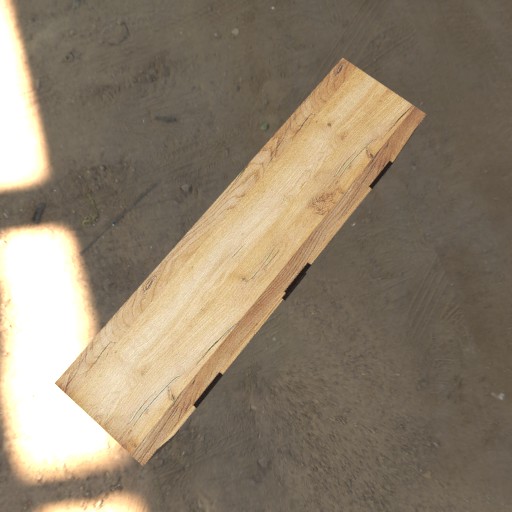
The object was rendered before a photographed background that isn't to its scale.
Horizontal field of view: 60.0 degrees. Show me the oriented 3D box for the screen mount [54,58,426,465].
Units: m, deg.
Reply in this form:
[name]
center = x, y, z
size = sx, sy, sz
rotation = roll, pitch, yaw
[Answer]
[screen mount]
center = 0.000, 0.000, 1.720
size = 0.395, 0.450, 1.524
rotation = 38, 79, 9
